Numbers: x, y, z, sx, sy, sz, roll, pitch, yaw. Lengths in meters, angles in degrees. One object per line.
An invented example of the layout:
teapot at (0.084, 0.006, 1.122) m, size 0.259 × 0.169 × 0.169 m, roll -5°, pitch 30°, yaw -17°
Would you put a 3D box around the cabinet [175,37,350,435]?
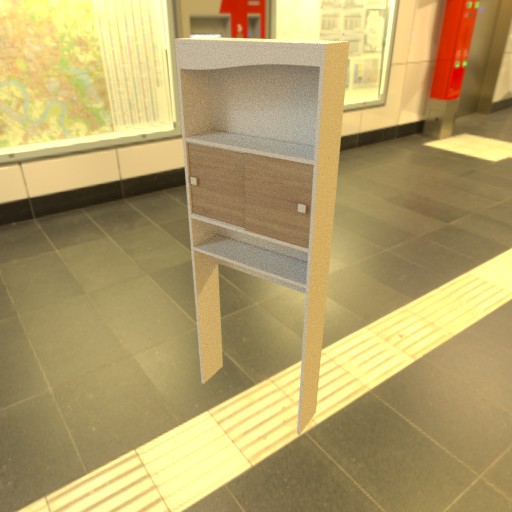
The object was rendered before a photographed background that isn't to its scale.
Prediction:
cabinet at (0.000, 0.000, 2.019) m, size 0.643 × 1.770 × 0.192 m, roll 18°, pitch 33°, yaw 30°
